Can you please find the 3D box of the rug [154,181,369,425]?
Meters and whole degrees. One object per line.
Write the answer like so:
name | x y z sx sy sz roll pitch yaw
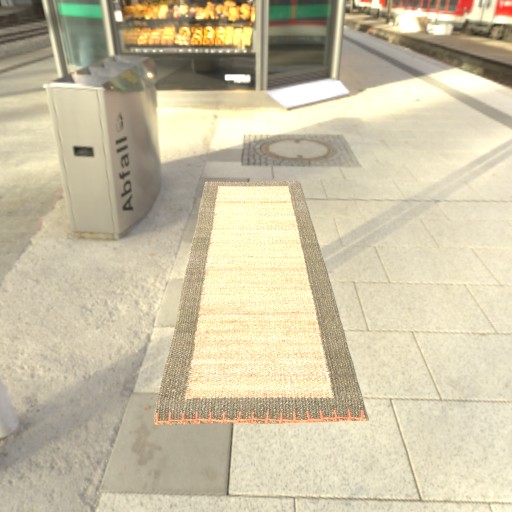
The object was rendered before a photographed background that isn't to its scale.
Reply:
rug | 0.000 0.000 2.680 0.810 0.016 2.413 0 31 -1
